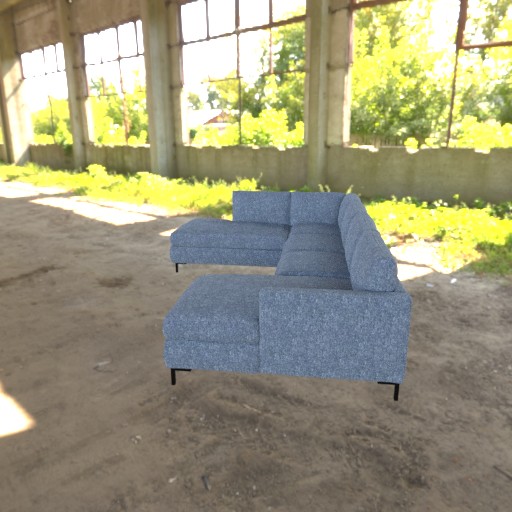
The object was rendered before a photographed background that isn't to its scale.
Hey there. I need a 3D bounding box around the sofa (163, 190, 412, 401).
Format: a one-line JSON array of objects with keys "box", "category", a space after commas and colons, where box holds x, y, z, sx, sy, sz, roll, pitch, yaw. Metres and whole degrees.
[{"box": [0.000, 0.000, 3.547, 1.879, 0.756, 2.737, 2, 15, 8], "category": "sofa"}]
